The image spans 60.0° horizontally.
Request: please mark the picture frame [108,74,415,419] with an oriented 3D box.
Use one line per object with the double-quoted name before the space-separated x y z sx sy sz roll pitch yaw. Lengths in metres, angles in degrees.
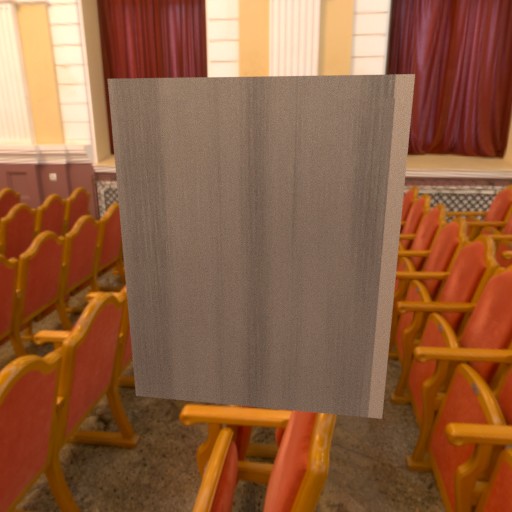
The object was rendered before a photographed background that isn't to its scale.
"picture frame" 0.000 0.000 0.742 0.449 0.555 0.046 2 17 8
